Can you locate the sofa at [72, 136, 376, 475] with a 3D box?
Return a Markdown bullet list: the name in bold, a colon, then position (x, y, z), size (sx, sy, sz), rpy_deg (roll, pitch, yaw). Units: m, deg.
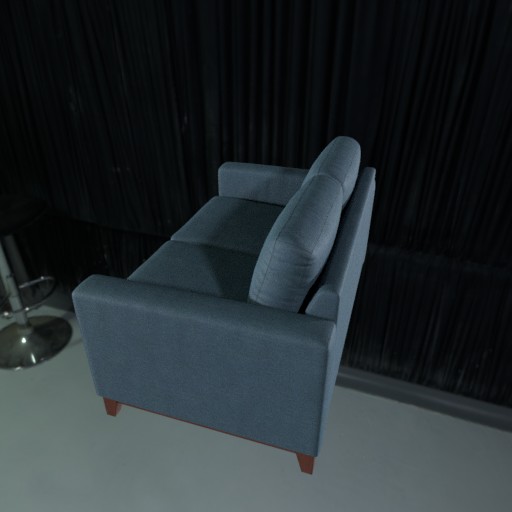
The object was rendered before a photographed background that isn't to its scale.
- **sofa**: position (0.000, 0.000, 2.123), size (0.955, 0.903, 1.489), rpy_deg (9, 32, 16)
